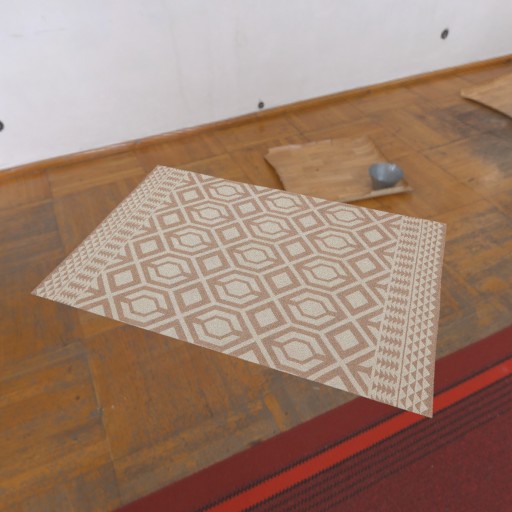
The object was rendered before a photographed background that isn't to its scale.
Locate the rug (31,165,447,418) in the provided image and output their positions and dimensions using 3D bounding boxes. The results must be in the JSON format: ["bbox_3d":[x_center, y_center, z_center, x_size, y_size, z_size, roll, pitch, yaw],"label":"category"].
[{"bbox_3d":[0.000,0.000,2.291,1.829,0.008,1.219,14,45,14],"label":"rug"}]
